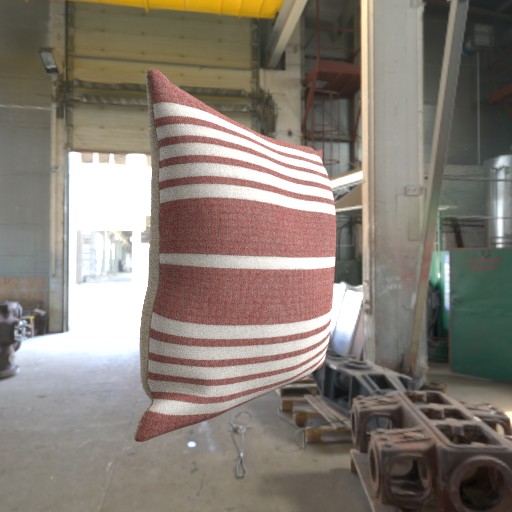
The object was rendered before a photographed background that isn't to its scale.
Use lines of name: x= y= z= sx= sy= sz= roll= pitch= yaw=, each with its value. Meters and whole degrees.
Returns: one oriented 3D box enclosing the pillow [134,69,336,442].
pillow: x=0.000 y=0.000 z=0.672 sx=0.182 sy=0.427 sz=0.439 roll=-1 pitch=-1 yaw=36
